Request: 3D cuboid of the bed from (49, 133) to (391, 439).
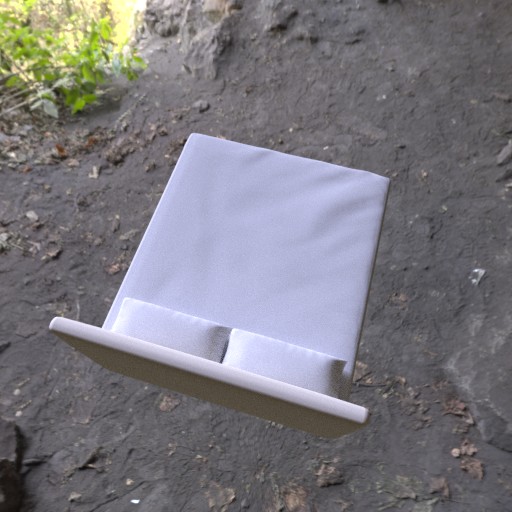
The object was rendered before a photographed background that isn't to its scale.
[{"bbox_3d":[0.000,0.000,3.697,2.119,1.317,2.341,15,65,7],"label":"bed"}]
